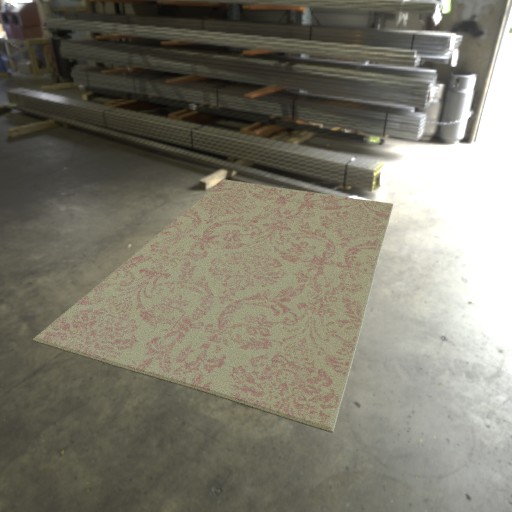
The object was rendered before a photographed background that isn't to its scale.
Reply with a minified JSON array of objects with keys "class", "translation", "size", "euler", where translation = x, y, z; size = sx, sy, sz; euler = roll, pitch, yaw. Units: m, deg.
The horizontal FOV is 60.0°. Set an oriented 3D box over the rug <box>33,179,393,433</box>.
[{"class":"rug","translation":[0.000,0.000,2.322],"size":[1.219,0.012,1.839],"euler":[11,33,18]}]
